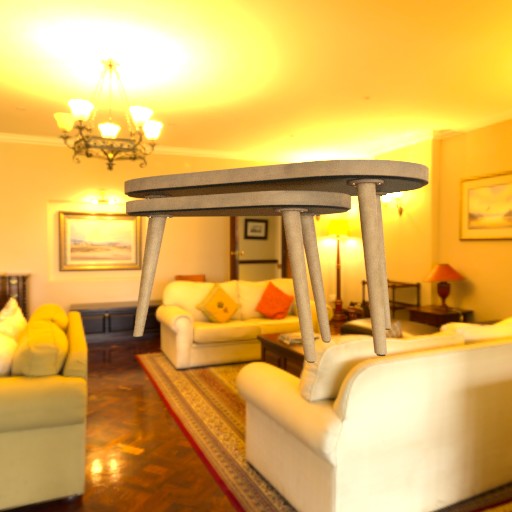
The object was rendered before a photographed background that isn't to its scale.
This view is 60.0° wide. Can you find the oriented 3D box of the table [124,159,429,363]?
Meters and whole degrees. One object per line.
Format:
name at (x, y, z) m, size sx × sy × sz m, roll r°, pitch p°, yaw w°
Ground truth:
table at (0.000, 0.000, 1.633) m, size 1.190 × 0.595 × 0.701 m, roll 0°, pitch 2°, yaw 18°
